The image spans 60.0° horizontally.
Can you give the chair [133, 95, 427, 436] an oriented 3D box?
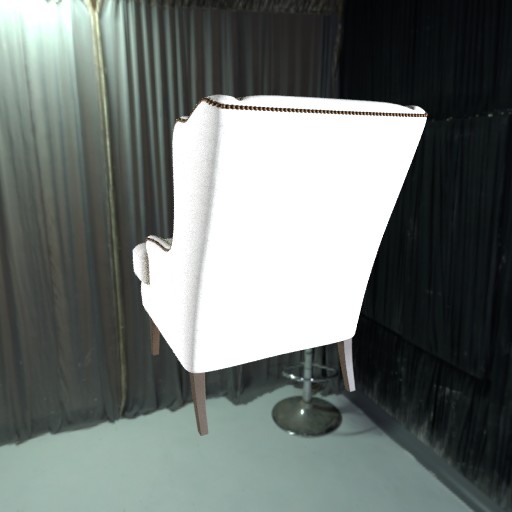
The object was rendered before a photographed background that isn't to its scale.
[{"bbox_3d":[0.000,0.000,1.640,0.737,1.029,0.940,-7,15,-26],"label":"chair"}]
